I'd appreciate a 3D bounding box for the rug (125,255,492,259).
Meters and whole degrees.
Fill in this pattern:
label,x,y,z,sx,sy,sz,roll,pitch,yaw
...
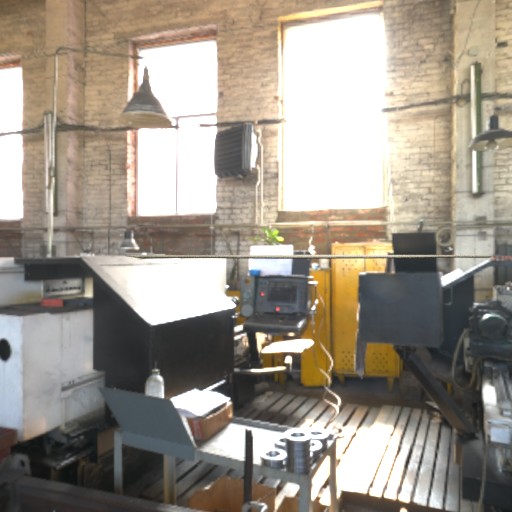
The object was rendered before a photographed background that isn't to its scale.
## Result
label,x,y,z,sx,sy,sz,roll,pitch,yaw
rug,0.000,0.000,5.045,2.782,0.025,3.935,0,0,-18
